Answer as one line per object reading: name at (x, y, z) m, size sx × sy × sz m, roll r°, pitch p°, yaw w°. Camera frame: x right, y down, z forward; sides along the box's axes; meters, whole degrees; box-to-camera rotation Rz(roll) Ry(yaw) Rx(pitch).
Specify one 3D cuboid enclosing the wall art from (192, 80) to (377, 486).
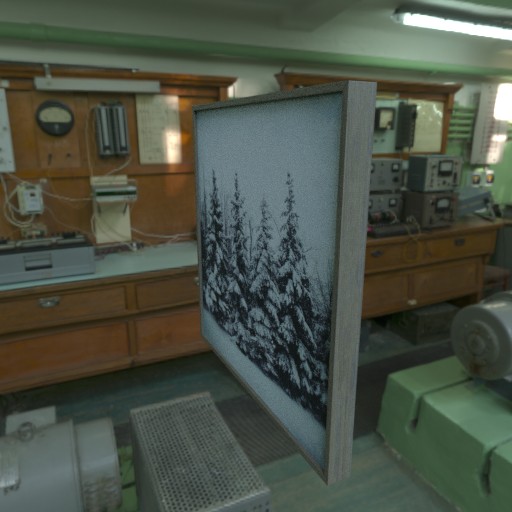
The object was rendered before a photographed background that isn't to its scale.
wall art at (0.000, 0.000, 0.751) m, size 0.037 × 0.507 × 0.507 m, roll -8°, pitch 17°, yaw -25°
